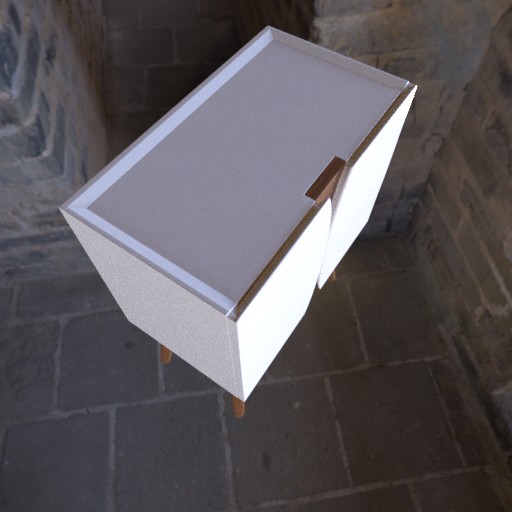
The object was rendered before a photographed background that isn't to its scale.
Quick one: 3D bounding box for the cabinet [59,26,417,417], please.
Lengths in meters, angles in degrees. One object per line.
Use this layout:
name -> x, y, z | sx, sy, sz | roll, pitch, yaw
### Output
cabinet -> 0.000, 0.000, 1.096 | 0.344, 0.772, 0.591 | 30, 63, 17
